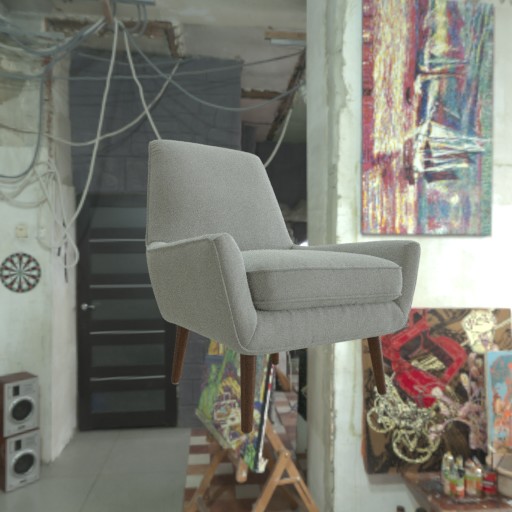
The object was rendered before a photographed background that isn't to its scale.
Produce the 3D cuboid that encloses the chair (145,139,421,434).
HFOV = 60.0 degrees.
[{"bbox_3d":[0.000,0.000,1.529,0.787,0.888,0.822,0,0,-36],"label":"chair"}]
